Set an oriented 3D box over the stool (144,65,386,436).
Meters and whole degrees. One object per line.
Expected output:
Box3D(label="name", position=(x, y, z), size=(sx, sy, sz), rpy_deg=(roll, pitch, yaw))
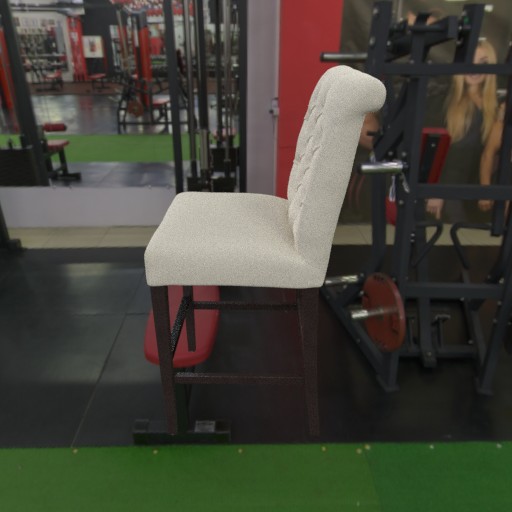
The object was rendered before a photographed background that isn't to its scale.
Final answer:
Box3D(label="stool", position=(0.000, 0.000, 1.436), size=(0.610, 1.118, 0.482), rpy_deg=(0, 26, 1))
